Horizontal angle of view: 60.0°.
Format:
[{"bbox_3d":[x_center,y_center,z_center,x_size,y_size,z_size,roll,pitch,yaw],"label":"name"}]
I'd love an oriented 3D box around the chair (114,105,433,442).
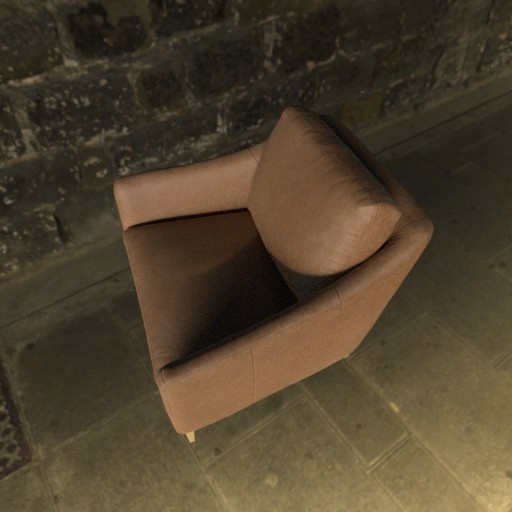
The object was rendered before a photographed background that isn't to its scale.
[{"bbox_3d":[0.000,0.000,1.747,0.963,0.895,0.988,-15,49,-13],"label":"chair"}]
